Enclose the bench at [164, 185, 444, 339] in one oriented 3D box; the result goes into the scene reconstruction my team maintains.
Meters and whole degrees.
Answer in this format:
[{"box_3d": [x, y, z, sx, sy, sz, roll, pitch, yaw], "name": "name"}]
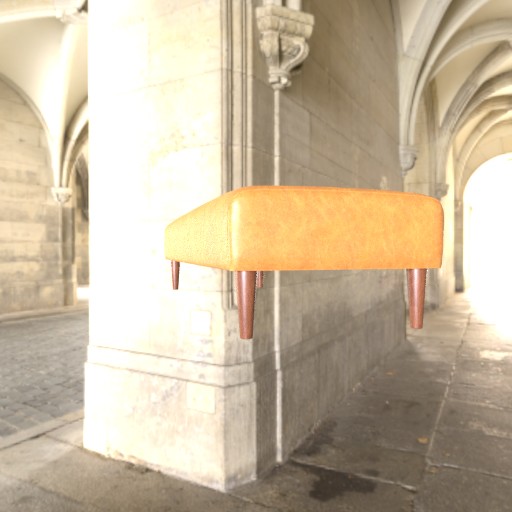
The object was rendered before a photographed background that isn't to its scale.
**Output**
[{"box_3d": [0.000, 0.000, 1.904, 0.653, 0.399, 1.610, 0, 1, -17], "name": "bench"}]
